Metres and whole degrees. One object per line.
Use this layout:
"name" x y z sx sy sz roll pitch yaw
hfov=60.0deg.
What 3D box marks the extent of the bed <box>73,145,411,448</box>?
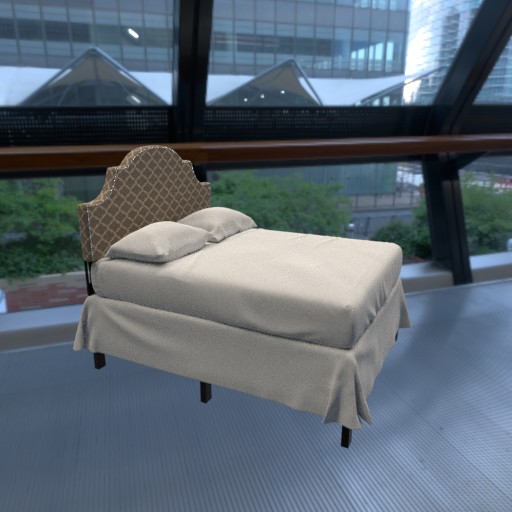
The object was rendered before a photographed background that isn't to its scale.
"bed" 0.000 0.000 3.425 2.222 1.633 1.780 8 17 26
